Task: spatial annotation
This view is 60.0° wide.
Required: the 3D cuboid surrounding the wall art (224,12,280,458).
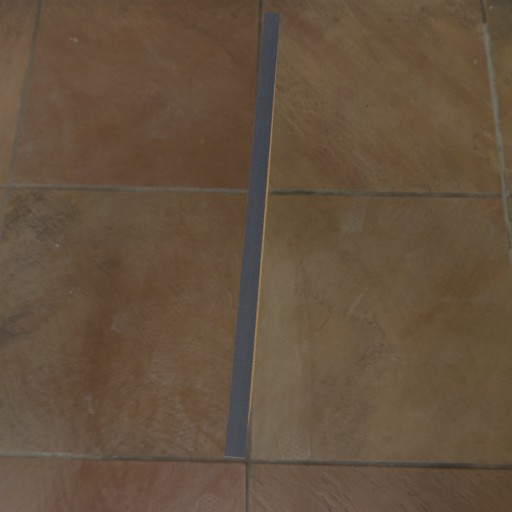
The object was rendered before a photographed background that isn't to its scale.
[{"bbox_3d":[0.000,0.000,0.895,0.026,0.558,0.660,4,75,1],"label":"wall art"}]
